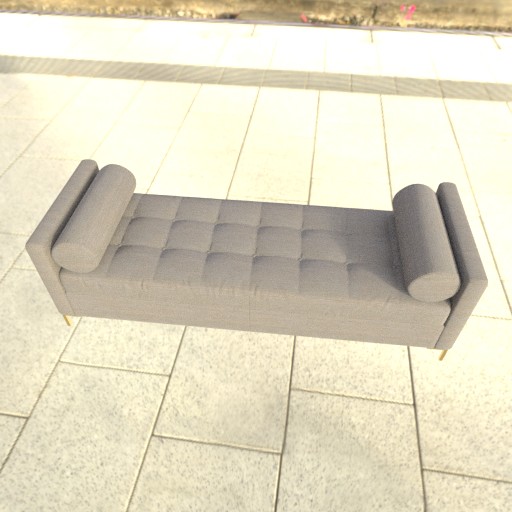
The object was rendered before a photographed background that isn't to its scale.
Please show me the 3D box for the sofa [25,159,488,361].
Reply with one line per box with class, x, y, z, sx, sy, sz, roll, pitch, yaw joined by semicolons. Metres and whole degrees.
sofa;0.000;0.000;2.314;1.981;0.635;0.686;4;46;4
